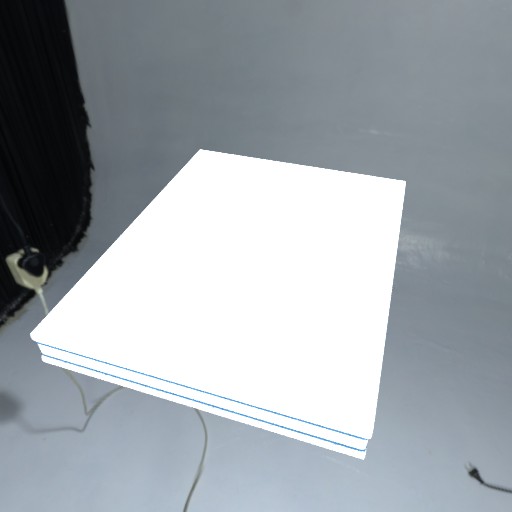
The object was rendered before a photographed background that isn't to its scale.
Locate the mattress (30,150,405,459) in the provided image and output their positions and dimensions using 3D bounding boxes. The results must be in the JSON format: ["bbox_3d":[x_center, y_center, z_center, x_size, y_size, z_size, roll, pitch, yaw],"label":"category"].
[{"bbox_3d":[0.000,0.000,2.694,1.600,0.230,2.000,12,41,14],"label":"mattress"}]
